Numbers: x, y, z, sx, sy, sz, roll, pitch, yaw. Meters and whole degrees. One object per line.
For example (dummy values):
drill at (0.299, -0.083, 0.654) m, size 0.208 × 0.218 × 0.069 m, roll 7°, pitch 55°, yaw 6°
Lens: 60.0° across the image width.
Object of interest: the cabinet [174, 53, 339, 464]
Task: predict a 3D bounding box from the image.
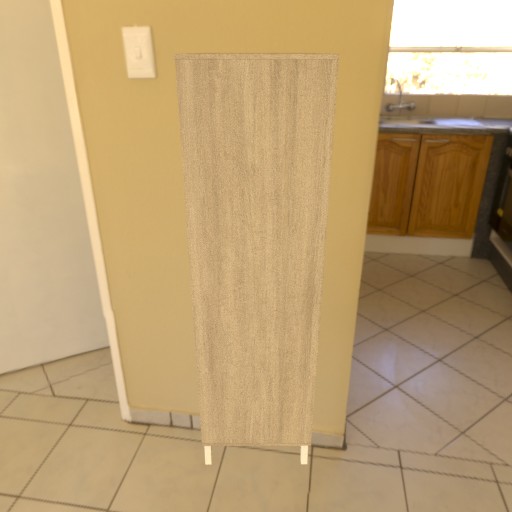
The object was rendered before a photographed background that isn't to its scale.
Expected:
cabinet at (0.000, 0.000, 2.404) m, size 0.571 × 1.999 × 1.006 m, roll 0°, pitch 25°, yaw 0°
